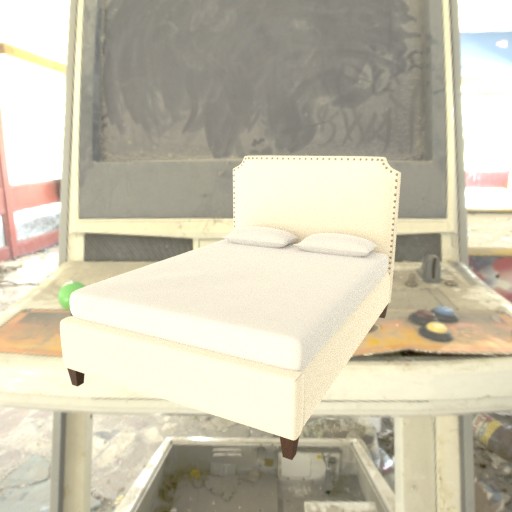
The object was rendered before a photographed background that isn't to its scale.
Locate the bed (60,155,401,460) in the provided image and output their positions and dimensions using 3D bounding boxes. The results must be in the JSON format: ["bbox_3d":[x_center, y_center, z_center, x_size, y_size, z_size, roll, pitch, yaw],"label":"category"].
[{"bbox_3d":[0.000,0.000,3.468,1.712,1.497,2.372,7,15,27],"label":"bed"}]
